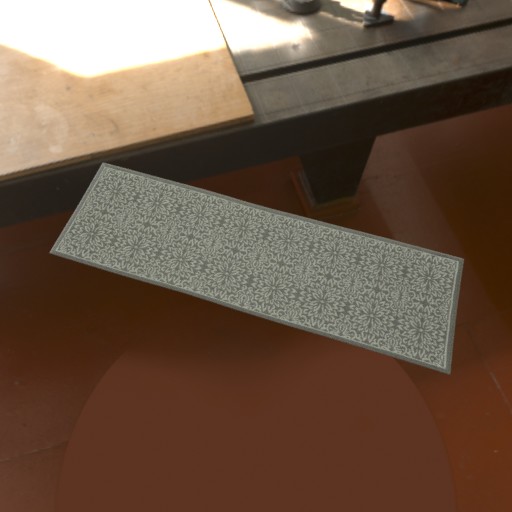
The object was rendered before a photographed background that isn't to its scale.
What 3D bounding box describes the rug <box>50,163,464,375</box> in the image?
[{"bbox_3d":[0.000,0.000,2.449,2.196,0.011,0.662,16,64,8],"label":"rug"}]
